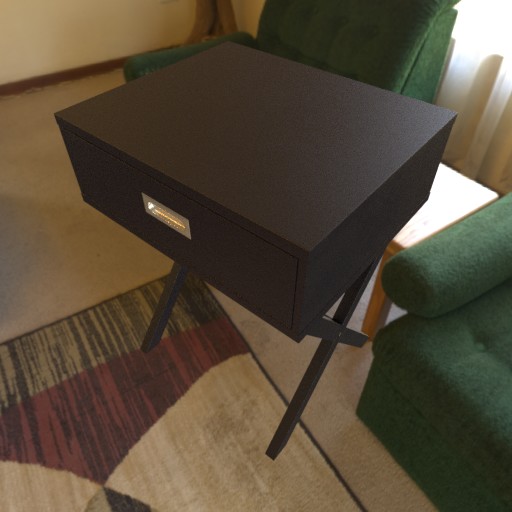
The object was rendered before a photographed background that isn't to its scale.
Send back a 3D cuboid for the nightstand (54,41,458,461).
[{"bbox_3d":[0.000,0.000,0.902,0.479,0.623,0.402,30,52,27],"label":"nightstand"}]
